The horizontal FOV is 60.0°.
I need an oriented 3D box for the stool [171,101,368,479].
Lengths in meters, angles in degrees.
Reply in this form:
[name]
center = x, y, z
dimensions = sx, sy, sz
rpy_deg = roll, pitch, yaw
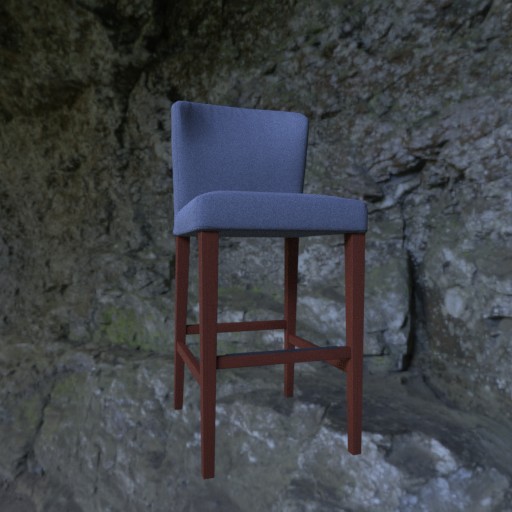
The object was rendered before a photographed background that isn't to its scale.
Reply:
[stool]
center = 0.000, 0.000, 1.369
dimensions = 0.481, 1.069, 0.568
rpy_deg = 0, 1, -18
